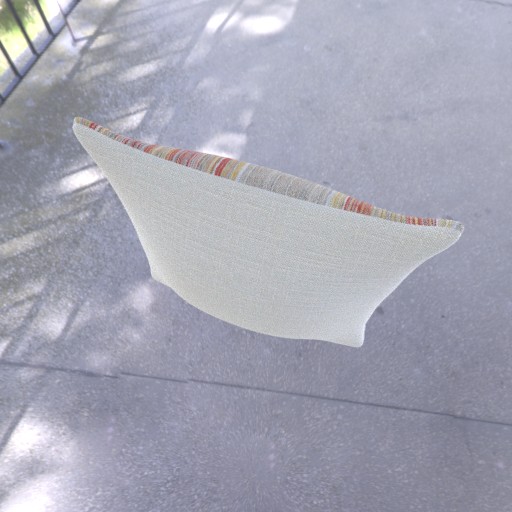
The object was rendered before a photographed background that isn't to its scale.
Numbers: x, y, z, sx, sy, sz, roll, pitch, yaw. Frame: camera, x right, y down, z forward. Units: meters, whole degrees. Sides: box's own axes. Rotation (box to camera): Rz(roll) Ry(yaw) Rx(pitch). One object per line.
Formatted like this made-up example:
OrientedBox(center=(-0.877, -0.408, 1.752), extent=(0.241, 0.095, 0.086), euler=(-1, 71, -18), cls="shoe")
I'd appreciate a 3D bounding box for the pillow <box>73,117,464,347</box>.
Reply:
OrientedBox(center=(0.000, 0.000, 0.680), extent=(0.451, 0.449, 0.191), euler=(17, 65, 8), cls="pillow")
